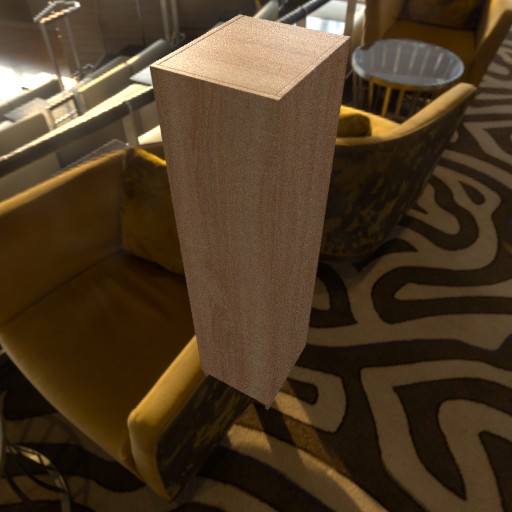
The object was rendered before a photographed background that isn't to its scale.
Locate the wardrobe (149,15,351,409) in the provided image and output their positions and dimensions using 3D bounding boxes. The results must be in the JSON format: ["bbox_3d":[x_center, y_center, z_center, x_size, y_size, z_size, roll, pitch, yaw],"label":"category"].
[{"bbox_3d":[0.000,0.000,2.347,0.496,2.117,0.588,22,50,20],"label":"wardrobe"}]
